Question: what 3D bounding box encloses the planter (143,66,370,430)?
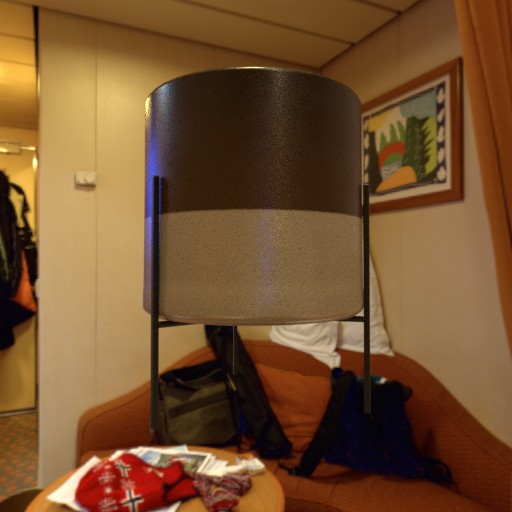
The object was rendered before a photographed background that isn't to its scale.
[{"bbox_3d":[0.000,0.000,0.712,0.354,0.465,0.345,0,-1,18],"label":"planter"}]
